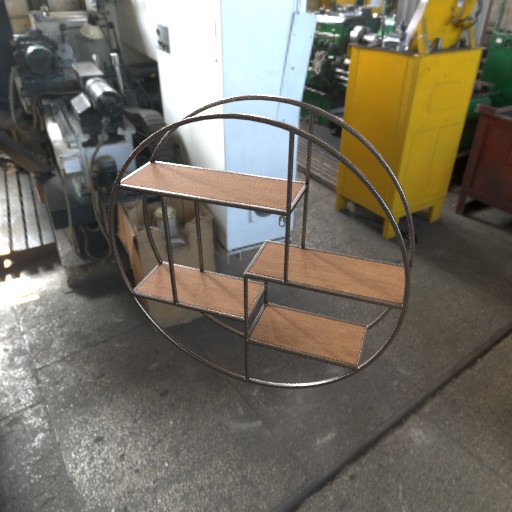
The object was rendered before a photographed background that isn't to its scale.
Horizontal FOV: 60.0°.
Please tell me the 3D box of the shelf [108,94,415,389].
[{"bbox_3d":[0.000,0.000,1.330,0.888,0.888,0.202,11,34,17],"label":"shelf"}]
